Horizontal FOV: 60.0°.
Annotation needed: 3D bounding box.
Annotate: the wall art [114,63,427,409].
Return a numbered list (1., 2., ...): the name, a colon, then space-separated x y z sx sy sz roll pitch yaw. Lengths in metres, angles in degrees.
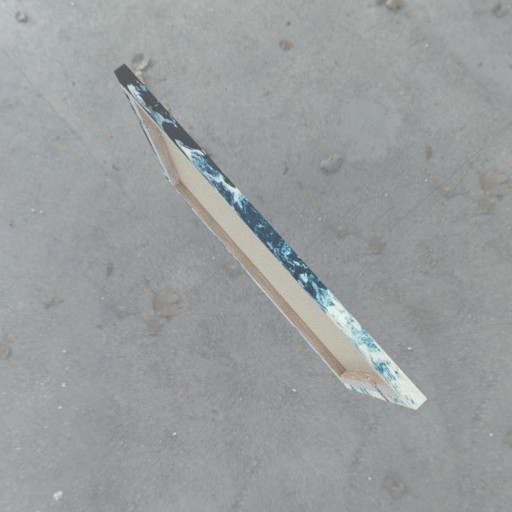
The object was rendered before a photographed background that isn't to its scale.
1. wall art: 0.000 0.000 1.953 0.055 1.017 1.524 -40 80 -9
